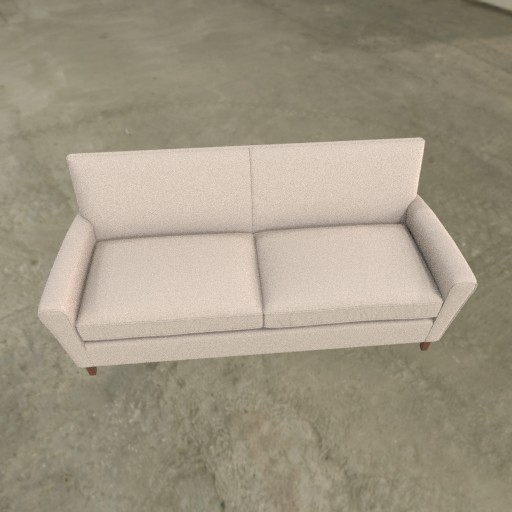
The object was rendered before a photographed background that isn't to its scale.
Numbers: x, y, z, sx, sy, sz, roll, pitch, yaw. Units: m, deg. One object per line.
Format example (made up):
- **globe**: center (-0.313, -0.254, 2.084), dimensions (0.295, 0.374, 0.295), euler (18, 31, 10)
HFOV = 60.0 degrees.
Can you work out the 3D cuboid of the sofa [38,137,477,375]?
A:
- **sofa**: center (0.000, 0.000, 2.380), dimensions (2.000, 0.846, 0.875), euler (-3, 47, -3)
